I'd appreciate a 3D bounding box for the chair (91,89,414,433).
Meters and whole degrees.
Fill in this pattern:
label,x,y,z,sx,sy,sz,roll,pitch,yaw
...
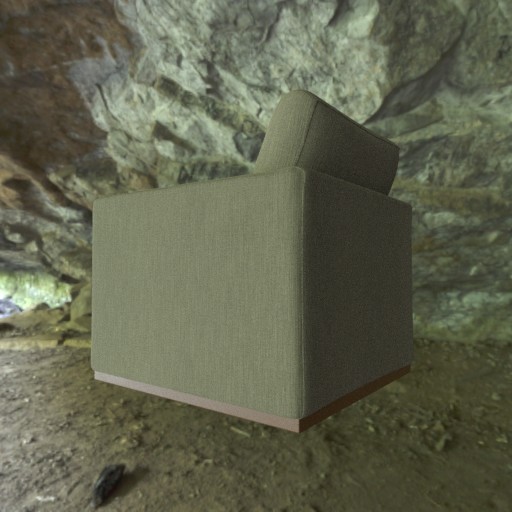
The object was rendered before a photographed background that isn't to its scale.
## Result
label,x,y,z,sx,sy,sz,roll,pitch,yaw
chair,0.000,0.000,1.511,0.834,0.811,0.763,-1,-2,37
